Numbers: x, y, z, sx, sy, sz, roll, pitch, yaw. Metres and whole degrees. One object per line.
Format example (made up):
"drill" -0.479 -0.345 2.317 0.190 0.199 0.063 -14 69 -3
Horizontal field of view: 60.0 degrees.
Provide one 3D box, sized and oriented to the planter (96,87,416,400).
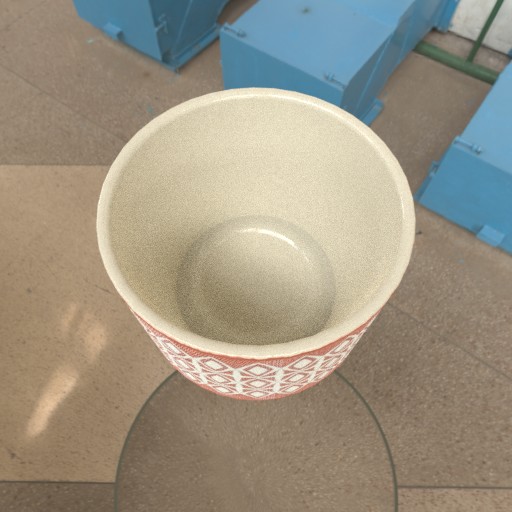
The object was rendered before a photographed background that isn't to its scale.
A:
"planter" 0.000 0.000 0.334 0.192 0.148 0.192 0 63 0
